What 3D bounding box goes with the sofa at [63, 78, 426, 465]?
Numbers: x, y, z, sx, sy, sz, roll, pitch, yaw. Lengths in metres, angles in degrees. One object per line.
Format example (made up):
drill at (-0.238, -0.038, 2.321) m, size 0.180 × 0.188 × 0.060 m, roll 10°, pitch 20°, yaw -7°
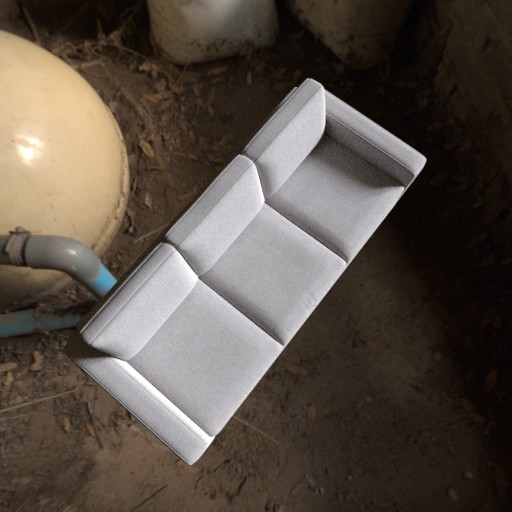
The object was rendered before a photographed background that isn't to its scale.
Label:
sofa at (0.000, 0.000, 2.573) m, size 0.900 × 0.800 × 2.120 m, roll 38°, pitch 77°, yaw 10°
